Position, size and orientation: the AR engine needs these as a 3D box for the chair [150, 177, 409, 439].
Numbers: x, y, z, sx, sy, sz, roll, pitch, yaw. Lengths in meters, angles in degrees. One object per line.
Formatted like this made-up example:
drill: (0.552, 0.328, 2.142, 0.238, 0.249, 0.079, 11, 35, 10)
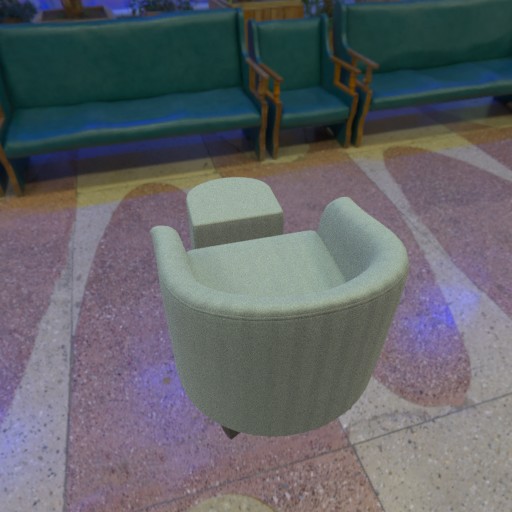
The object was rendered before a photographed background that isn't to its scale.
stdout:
chair: (0.000, 0.000, 1.725, 0.756, 0.757, 1.288, -10, 41, -11)
